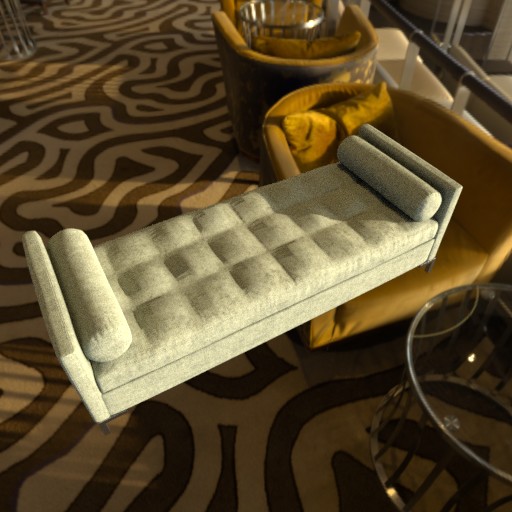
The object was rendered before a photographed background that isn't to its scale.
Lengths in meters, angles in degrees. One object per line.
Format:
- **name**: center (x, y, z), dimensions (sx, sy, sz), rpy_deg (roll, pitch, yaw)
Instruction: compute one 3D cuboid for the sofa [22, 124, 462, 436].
- **sofa**: center (0.000, 0.000, 2.410), dimensions (2.102, 0.657, 0.797), rpy_deg (-22, 49, -21)
